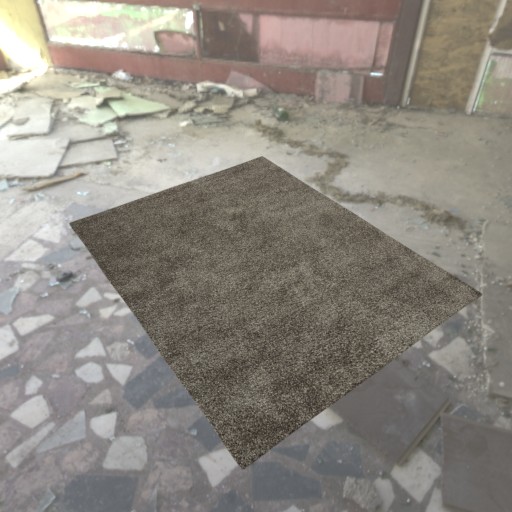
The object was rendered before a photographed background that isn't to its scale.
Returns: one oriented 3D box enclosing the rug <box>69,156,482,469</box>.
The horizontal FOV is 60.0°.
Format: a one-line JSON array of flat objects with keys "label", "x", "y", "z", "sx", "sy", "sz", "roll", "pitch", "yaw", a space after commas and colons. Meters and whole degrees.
[{"label": "rug", "x": 0.000, "y": 0.000, "z": 4.011, "sx": 2.401, "sy": 0.025, "sz": 3.000, "roll": -25, "pitch": 46, "yaw": -27}]
